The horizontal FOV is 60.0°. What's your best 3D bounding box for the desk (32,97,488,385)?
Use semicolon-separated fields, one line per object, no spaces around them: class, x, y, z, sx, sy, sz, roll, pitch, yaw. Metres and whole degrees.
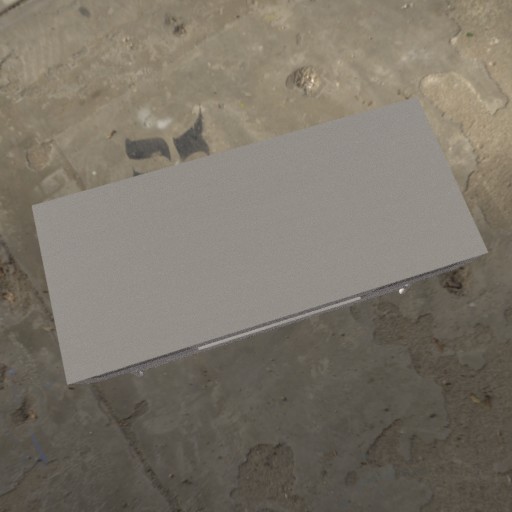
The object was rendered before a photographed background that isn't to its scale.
desk;0.000;0.000;1.753;1.313;0.762;0.589;-17;76;-4
